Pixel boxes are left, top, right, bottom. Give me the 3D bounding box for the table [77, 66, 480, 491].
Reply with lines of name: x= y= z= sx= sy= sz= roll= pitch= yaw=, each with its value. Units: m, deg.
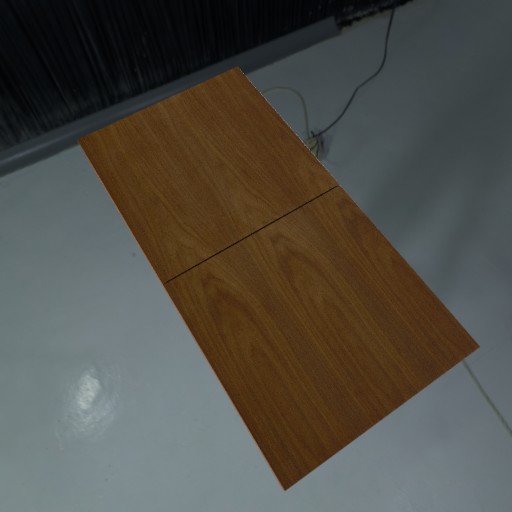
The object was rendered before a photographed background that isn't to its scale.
table: x=0.000 y=0.000 z=1.436 sx=0.610 sy=0.330 sz=1.194 roll=-30 pitch=68 yaw=-13
